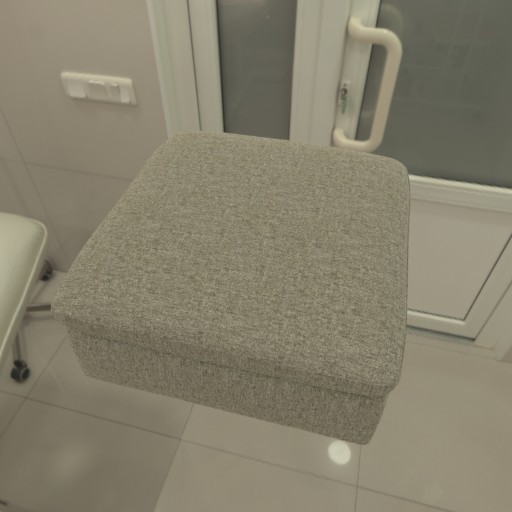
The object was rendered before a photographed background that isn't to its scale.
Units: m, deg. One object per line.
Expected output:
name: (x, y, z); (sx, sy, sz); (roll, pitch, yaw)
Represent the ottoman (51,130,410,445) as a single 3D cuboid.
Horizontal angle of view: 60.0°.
ottoman: (0.000, 0.000, 1.631); (1.035, 0.526, 1.039); (10, 47, 10)
